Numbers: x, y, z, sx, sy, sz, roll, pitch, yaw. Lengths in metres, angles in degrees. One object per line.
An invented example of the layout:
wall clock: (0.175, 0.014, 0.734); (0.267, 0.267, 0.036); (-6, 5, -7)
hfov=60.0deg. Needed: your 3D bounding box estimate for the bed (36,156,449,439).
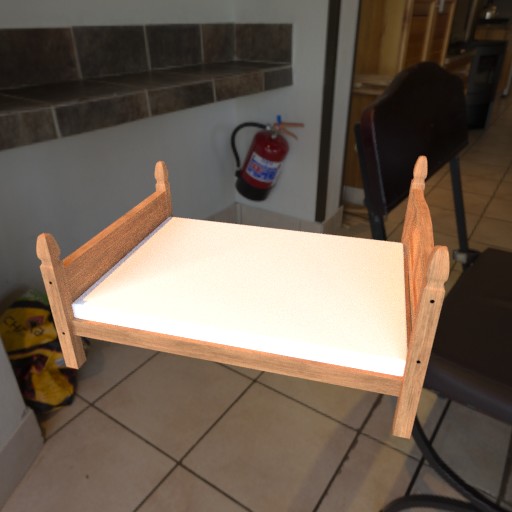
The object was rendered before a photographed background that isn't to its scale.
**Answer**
bed: (0.000, 0.000, 2.916); (2.069, 1.100, 1.490); (7, 29, 13)
